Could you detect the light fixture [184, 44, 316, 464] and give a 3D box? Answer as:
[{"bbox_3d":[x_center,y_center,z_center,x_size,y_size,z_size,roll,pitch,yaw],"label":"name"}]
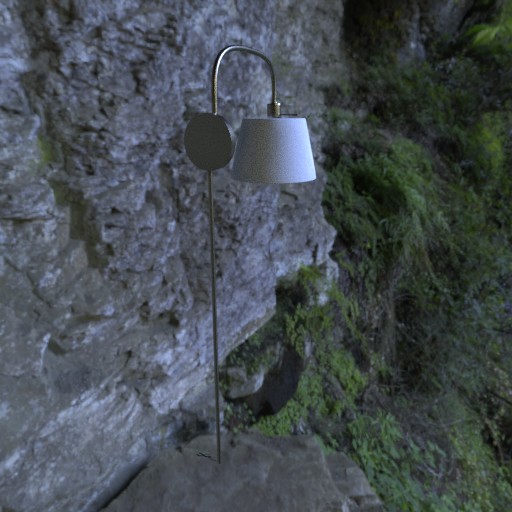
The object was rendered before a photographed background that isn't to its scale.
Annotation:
[{"bbox_3d":[0.000,0.000,0.468,0.092,0.399,0.176,9,20,25],"label":"light fixture"}]
